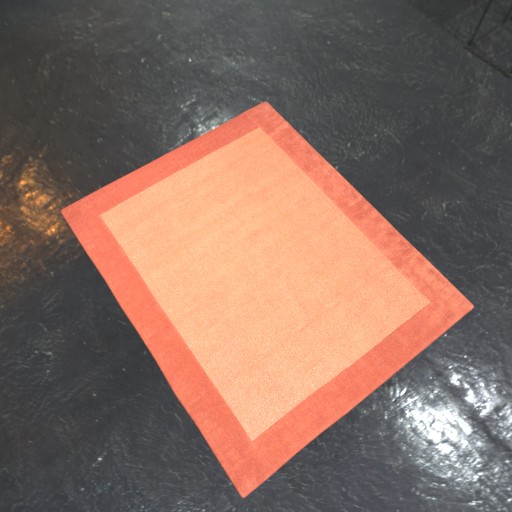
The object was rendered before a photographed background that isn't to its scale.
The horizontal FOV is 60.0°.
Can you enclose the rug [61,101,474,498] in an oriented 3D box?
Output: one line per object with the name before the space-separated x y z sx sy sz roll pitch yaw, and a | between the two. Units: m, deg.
rug | 0.000 0.000 3.973 2.430 0.018 2.976 -33 67 -16
